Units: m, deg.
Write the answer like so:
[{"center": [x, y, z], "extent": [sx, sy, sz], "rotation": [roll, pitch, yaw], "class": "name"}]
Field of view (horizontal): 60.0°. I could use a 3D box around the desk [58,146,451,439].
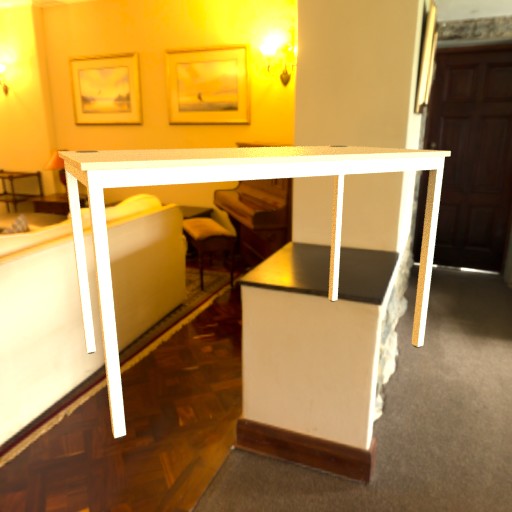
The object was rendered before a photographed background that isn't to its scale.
[{"center": [0.000, 0.000, 1.617], "extent": [1.200, 0.750, 0.600], "rotation": [-8, 18, -26], "class": "desk"}]
